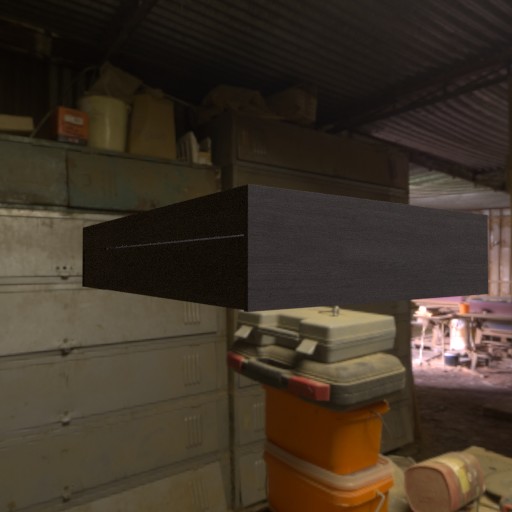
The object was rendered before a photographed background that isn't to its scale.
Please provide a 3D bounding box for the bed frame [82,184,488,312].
[{"bbox_3d":[0.000,0.000,2.576,1.448,0.459,1.944,1,-1,-35],"label":"bed frame"}]
